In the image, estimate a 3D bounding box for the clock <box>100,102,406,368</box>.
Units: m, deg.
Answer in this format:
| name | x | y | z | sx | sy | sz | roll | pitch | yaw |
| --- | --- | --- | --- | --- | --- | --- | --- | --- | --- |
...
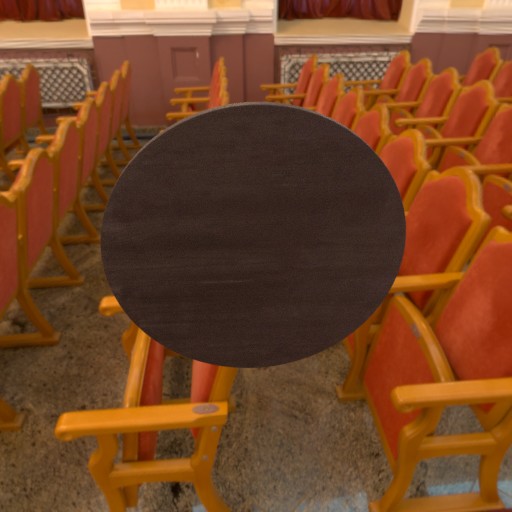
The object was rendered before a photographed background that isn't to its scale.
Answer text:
| name | x | y | z | sx | sy | sz | roll | pitch | yaw |
| --- | --- | --- | --- | --- | --- | --- | --- | --- | --- |
| clock | 0.000 | 0.000 | 0.887 | 0.595 | 0.595 | 0.029 | -2 | 32 | -4 |
